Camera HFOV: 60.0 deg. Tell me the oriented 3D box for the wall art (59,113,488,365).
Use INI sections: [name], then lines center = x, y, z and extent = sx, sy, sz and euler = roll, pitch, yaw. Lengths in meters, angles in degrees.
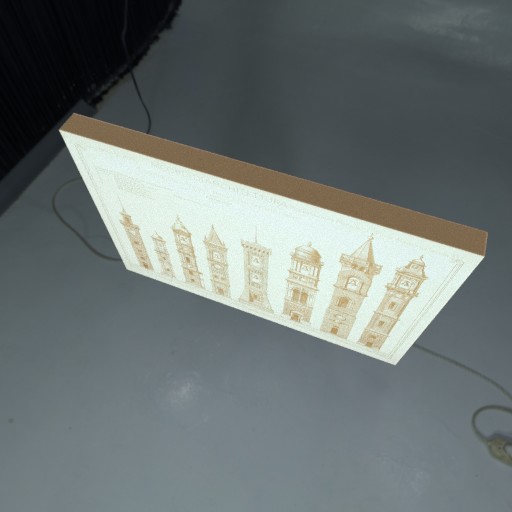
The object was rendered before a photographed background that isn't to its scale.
[wall art]
center = 0.000, 0.000, 0.778
extent = 0.609, 0.407, 0.039
euler = 18, 60, 11
